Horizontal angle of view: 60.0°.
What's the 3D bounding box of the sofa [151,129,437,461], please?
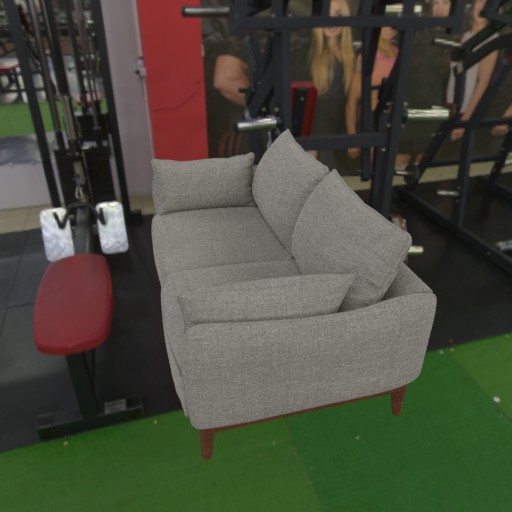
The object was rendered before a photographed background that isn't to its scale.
[{"bbox_3d":[0.000,0.000,2.184,0.972,0.851,1.580,-8,32,-13],"label":"sofa"}]
